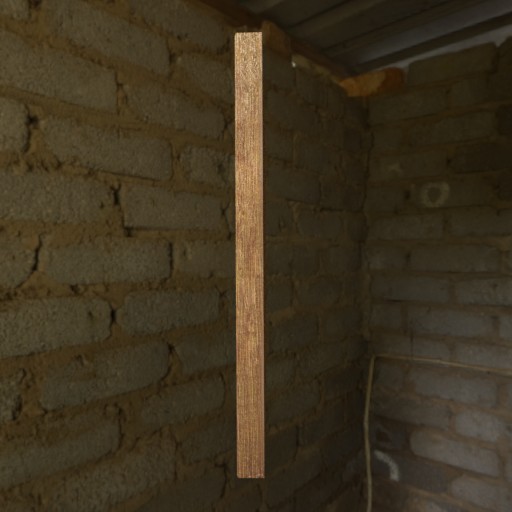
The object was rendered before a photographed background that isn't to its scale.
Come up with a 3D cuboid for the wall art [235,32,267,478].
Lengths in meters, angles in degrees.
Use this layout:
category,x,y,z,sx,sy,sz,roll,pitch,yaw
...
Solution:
category,x,y,z,sx,sy,sz,roll,pitch,yaw
wall art,0.000,0.000,0.903,0.042,0.608,0.611,0,-1,1
